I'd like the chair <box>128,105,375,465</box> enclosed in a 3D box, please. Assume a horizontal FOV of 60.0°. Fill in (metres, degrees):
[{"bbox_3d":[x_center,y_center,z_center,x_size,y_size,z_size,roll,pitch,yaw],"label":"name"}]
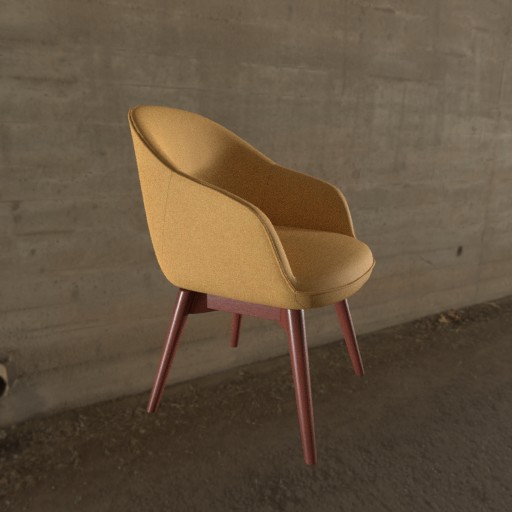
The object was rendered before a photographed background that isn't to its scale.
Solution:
[{"bbox_3d":[0.000,0.000,1.242,0.635,0.823,0.596,7,15,26],"label":"chair"}]
